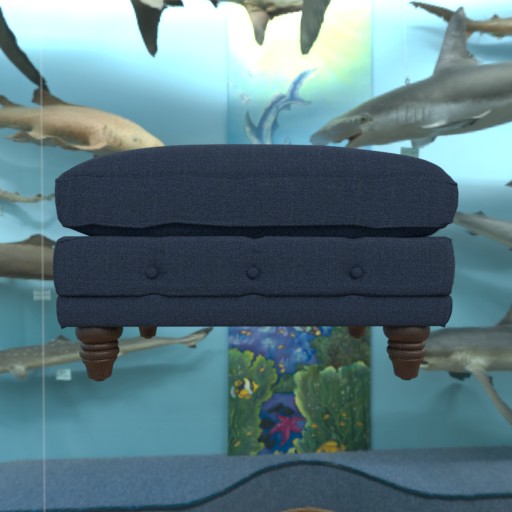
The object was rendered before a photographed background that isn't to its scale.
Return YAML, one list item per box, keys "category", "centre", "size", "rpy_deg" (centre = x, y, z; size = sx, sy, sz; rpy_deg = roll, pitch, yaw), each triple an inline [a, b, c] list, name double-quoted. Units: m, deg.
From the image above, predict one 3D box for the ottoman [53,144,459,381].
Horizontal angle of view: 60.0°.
- category: "ottoman"
  centre: [0.000, 0.000, 1.092]
  size: [0.767, 0.486, 0.558]
  rpy_deg: [0, 1, -1]
